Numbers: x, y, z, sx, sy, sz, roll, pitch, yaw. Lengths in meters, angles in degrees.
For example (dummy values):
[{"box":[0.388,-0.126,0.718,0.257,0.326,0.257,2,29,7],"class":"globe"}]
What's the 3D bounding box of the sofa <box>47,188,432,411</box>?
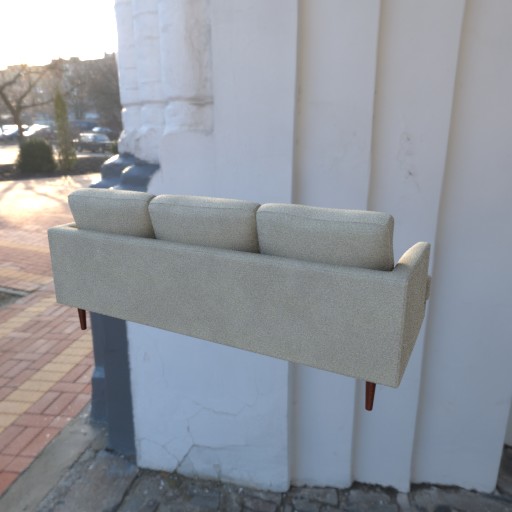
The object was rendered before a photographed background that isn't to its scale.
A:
[{"box":[0.000,0.000,3.018,2.233,0.956,1.504,8,18,26],"class":"sofa"}]
